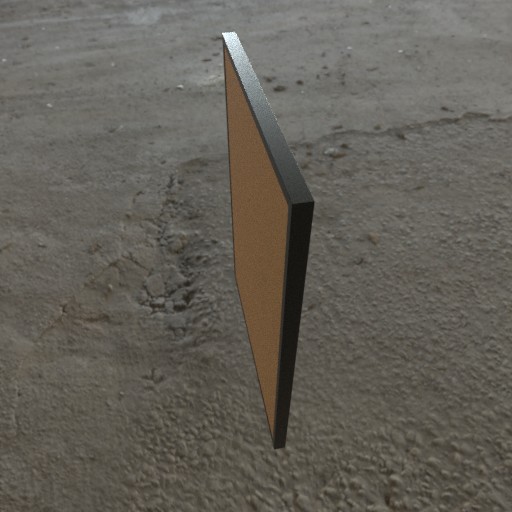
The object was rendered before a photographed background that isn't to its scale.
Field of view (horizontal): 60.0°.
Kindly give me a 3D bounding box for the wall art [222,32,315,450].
[{"bbox_3d":[0.000,0.000,1.398,0.039,1.061,0.804,-8,46,-8],"label":"wall art"}]
